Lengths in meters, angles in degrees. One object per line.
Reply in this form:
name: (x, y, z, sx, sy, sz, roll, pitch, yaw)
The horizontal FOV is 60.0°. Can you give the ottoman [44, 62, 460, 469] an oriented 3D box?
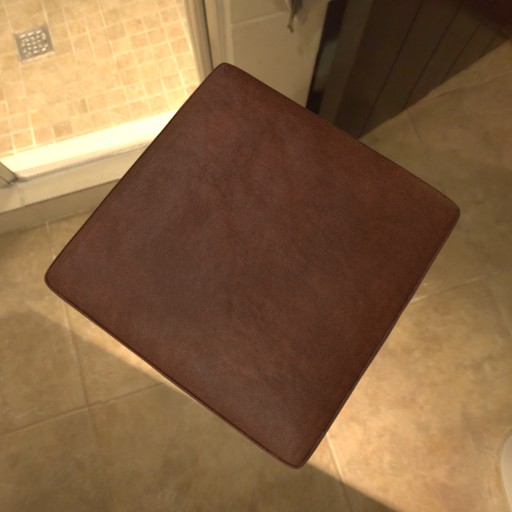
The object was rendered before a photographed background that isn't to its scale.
ottoman: (0.000, 0.000, 1.322, 0.844, 0.415, 0.836, 34, 79, 8)
